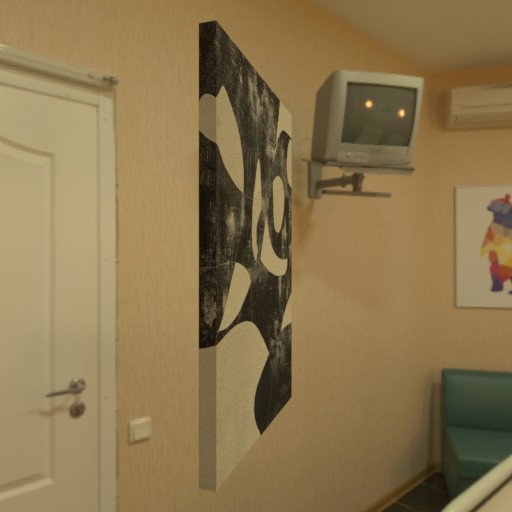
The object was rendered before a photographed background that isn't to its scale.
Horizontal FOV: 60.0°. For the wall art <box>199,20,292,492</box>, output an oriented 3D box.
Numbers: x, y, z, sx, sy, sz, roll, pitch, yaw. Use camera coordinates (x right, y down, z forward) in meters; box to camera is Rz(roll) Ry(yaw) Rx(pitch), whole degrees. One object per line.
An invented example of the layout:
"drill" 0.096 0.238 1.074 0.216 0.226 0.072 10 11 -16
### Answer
"wall art" 0.000 0.000 1.154 0.041 0.915 0.610 0 0 18
